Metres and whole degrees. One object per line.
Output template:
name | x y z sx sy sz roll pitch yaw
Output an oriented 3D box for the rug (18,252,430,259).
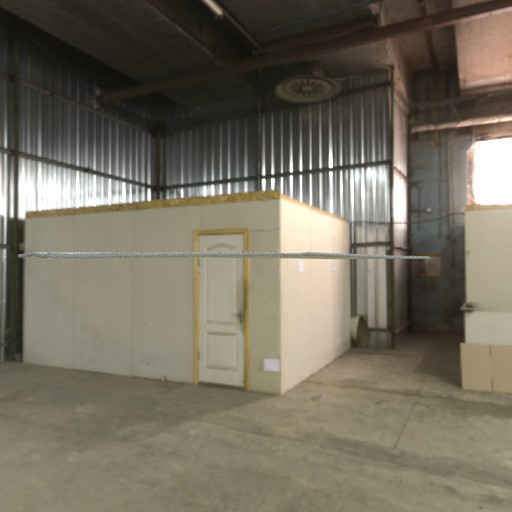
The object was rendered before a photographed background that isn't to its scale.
rug | 0.000 0.000 2.538 2.341 0.037 0.675 0 -1 -35
